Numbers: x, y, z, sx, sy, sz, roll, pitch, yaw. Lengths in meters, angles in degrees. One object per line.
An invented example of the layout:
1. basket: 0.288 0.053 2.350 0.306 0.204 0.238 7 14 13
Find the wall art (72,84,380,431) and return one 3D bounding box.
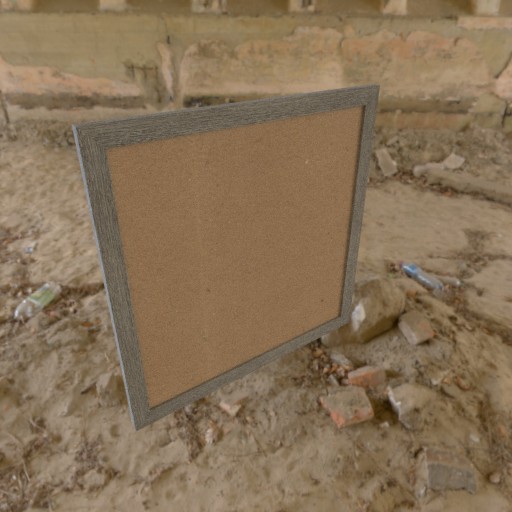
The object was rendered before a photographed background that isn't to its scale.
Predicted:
1. wall art: 0.000 0.000 1.020 0.685 0.685 0.020 -19 35 -30
